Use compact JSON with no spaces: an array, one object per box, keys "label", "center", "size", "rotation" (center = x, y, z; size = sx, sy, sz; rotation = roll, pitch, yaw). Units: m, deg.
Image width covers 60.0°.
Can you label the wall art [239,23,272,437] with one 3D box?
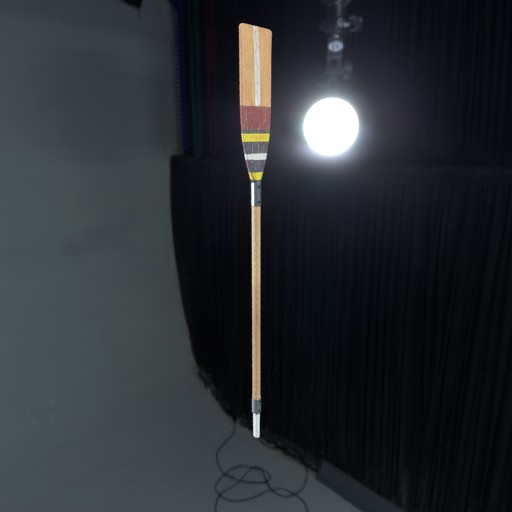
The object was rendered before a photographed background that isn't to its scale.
[{"label":"wall art","center":[0.000,0.000,1.652],"size":[0.038,1.556,0.146],"rotation":[13,20,42]}]
